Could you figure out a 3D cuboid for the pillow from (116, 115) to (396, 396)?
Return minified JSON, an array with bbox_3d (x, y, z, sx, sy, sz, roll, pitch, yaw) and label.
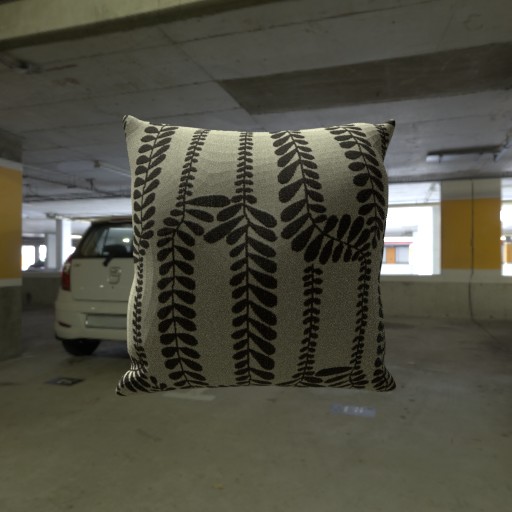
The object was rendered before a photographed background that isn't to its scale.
[{"bbox_3d":[0.000,0.000,0.691,0.440,0.441,0.182,0,0,0],"label":"pillow"}]
